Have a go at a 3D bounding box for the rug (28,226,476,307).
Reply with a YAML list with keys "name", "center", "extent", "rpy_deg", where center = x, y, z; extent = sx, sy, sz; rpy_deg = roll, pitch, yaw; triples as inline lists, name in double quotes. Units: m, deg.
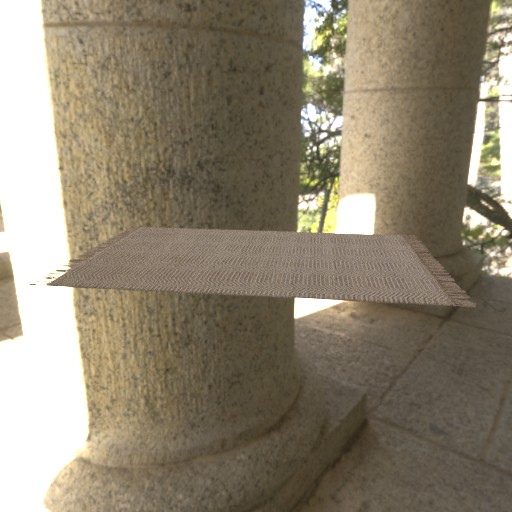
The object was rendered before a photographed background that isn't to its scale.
- name: "rug"
  center: [0.000, 0.000, 3.161]
  extent: [2.523, 0.034, 1.528]
  rpy_deg: [2, 17, 7]
